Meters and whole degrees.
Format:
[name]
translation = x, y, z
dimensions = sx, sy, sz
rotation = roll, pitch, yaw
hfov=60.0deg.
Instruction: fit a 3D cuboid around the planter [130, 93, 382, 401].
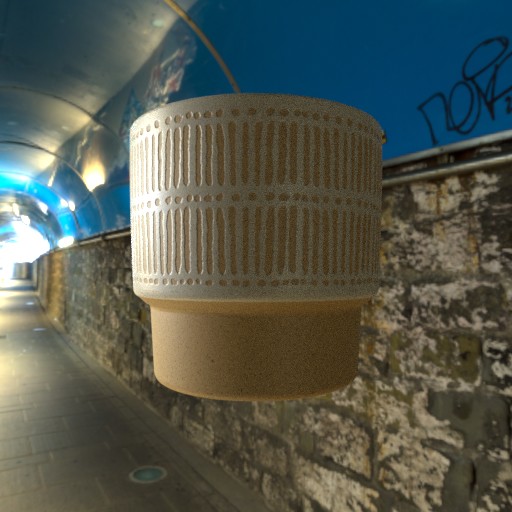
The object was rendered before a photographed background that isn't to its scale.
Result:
[planter]
translation = 0.000, 0.000, 0.574
dimensions = 0.317, 0.303, 0.317
rotation = 0, -2, 0
